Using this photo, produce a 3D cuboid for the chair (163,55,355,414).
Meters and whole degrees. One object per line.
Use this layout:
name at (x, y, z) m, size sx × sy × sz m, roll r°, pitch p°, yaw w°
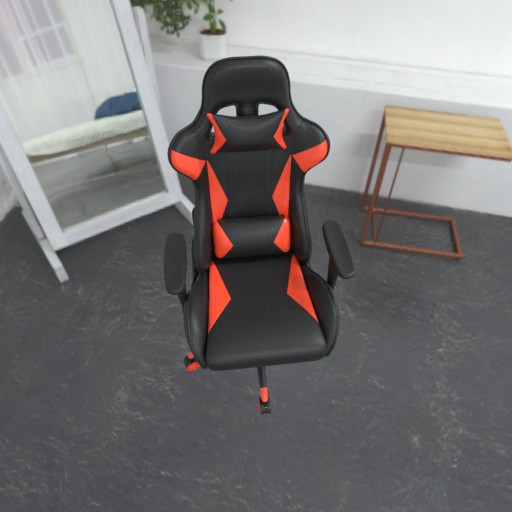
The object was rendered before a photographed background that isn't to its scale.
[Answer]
chair at (0.000, 0.000, 1.691) m, size 0.695 × 1.282 × 0.730 m, roll -5°, pitch 47°, yaw -5°
